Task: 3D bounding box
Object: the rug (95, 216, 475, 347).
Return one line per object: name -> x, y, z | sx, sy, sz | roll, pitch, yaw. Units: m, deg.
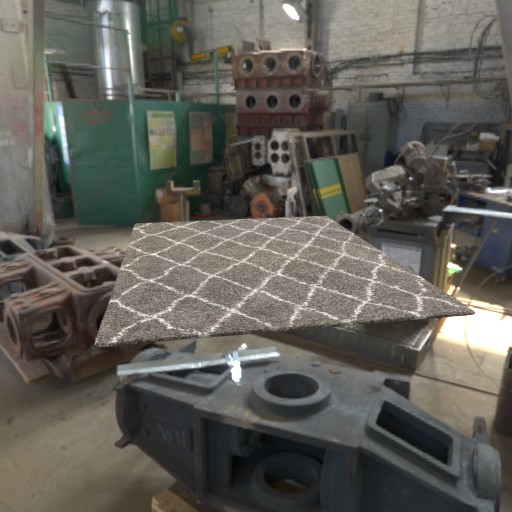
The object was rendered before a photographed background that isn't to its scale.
rug -> 0.000, 0.000, 4.165 | 2.438, 0.029, 3.047 | -3, 18, -10
